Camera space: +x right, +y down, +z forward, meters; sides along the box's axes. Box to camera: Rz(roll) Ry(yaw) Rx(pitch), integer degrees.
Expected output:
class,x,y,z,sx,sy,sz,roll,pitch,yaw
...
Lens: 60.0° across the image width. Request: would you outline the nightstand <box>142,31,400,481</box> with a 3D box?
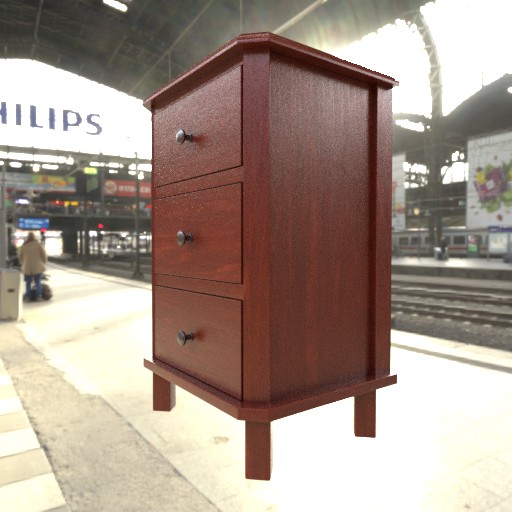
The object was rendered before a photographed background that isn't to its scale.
class,x,y,z,sx,sy,sz,roll,pitch,yaw
nightstand,0.000,0.000,0.910,0.351,0.681,0.435,-1,2,-36
